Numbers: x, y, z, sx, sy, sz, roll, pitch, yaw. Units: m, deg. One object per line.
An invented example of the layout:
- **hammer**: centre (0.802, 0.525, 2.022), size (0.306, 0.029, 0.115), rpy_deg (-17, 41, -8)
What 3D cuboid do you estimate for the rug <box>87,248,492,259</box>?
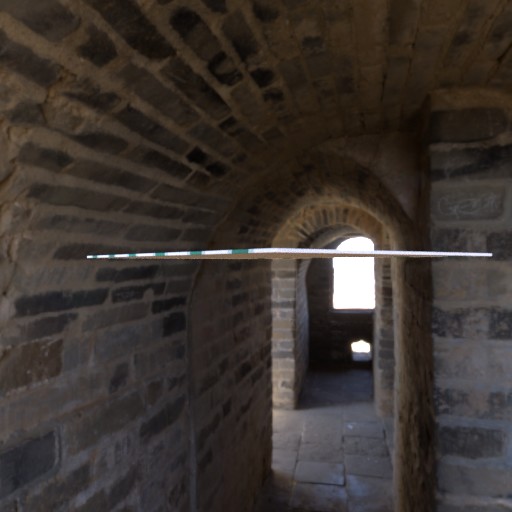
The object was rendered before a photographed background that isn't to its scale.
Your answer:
- **rug**: centre (0.000, 0.000, 2.305), size (1.210, 0.012, 1.829), rpy_deg (1, -1, -36)
